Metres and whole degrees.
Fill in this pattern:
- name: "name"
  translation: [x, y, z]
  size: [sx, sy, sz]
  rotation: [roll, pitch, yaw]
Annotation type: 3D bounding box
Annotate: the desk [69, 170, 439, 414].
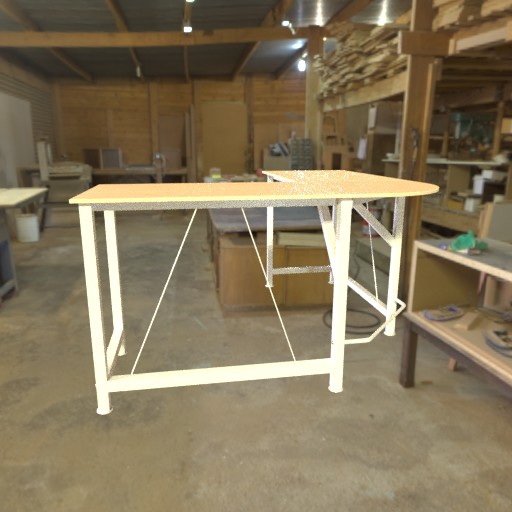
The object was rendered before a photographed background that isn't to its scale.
- name: "desk"
  translation: [0.000, 0.000, 2.235]
  size: [1.400, 0.762, 1.400]
  rotation: [-2, 14, -9]
